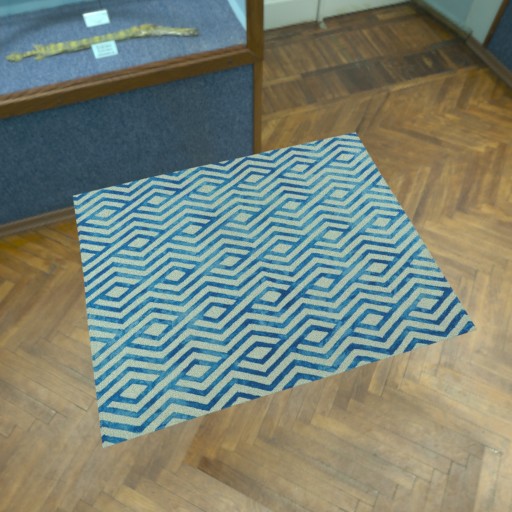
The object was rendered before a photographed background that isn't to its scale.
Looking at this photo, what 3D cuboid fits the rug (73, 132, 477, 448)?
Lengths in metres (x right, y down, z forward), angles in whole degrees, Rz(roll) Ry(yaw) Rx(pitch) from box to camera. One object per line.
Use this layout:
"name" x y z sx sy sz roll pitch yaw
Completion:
"rug" 0.000 0.000 4.036 3.059 0.008 2.453 -15 59 -9
